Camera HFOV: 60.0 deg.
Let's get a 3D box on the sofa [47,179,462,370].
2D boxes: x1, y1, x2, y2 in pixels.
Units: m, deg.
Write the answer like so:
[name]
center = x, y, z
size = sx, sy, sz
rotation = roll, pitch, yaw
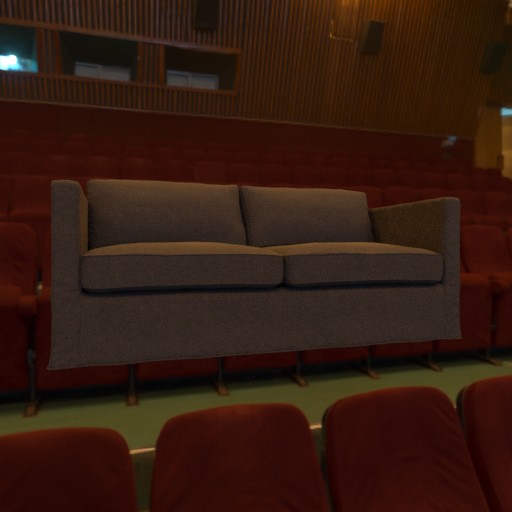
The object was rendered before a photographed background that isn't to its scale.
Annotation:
[sofa]
center = 0.000, 0.000, 2.414
size = 1.982, 0.855, 0.953
rotation = 0, 1, -18
